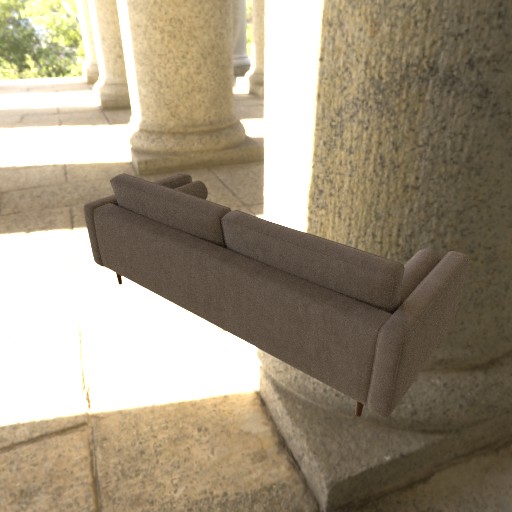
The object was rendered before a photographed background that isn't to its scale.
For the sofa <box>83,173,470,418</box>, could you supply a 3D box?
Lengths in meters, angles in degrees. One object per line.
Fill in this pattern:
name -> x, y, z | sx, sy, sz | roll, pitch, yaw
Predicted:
sofa -> 0.000, 0.000, 2.692 | 2.200, 0.770, 0.919 | 21, 35, 33
